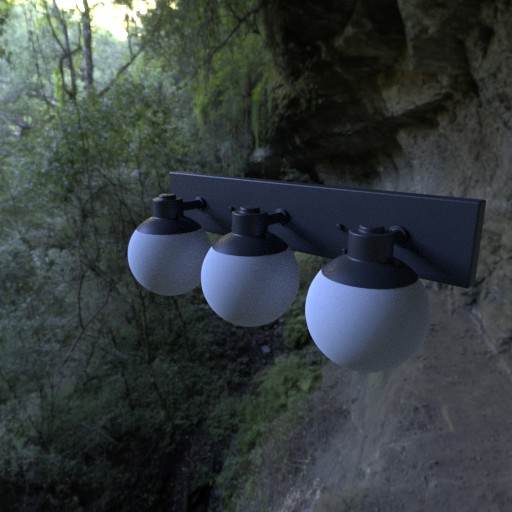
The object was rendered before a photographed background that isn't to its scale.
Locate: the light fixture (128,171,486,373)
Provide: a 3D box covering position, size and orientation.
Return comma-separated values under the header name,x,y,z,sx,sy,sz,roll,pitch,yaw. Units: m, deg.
name,x,y,z,sx,sy,sz,roll,pitch,yaw
light fixture,0.000,0.000,0.844,0.721,0.263,0.218,14,21,40
